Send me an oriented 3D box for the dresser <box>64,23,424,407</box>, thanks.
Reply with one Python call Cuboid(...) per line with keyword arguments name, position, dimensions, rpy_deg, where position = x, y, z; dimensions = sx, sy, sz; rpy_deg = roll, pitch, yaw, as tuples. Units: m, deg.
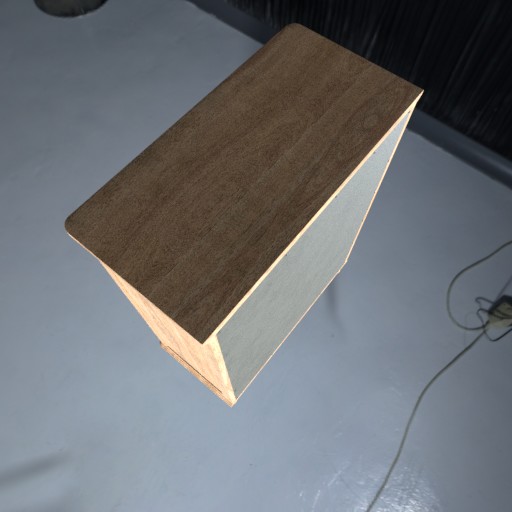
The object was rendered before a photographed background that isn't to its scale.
Cuboid(name="dresser", position=(0.000, 0.000, 1.799), dimensions=(0.484, 1.318, 0.973), rpy_deg=(36, 70, 16))
